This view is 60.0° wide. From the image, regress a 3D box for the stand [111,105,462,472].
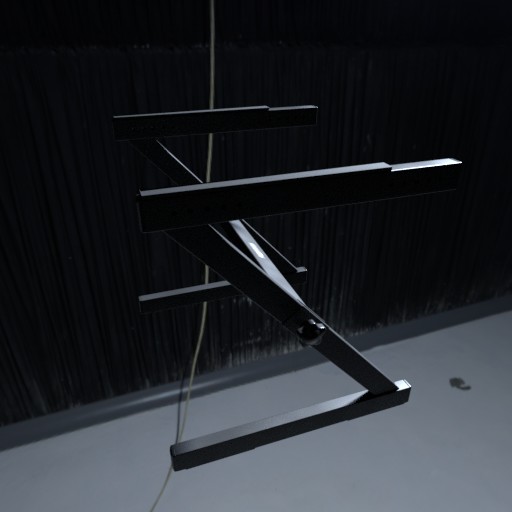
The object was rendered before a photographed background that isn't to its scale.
[{"bbox_3d":[0.000,0.000,1.127,0.586,0.617,0.700,-10,30,-17],"label":"stand"}]
